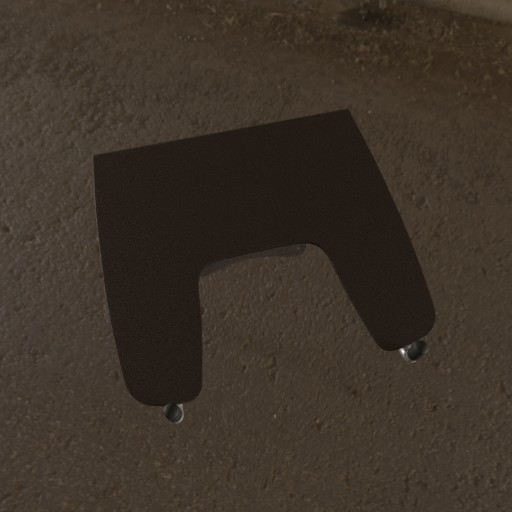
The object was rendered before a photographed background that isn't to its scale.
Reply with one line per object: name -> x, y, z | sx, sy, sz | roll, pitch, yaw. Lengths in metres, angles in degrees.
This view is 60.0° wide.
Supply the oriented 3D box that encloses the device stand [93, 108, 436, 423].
device stand -> 0.000, 0.000, 0.355 | 0.230, 0.092, 0.230 | -12, 62, -7
